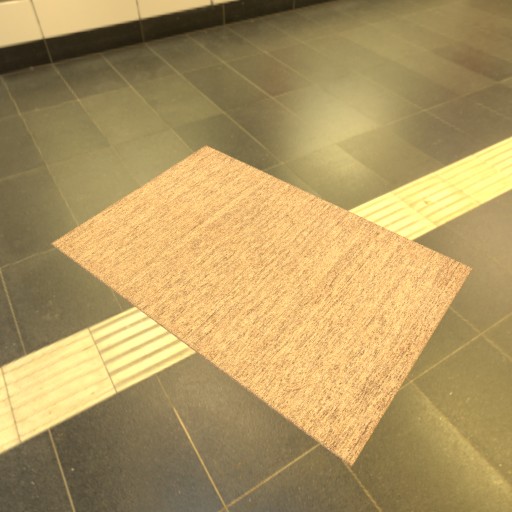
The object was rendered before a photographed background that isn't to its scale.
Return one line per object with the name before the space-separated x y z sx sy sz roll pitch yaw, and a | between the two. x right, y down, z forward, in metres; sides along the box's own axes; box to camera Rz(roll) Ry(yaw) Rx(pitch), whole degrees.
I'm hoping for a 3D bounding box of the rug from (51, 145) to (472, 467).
rug | 0.000 0.000 2.319 1.840 0.013 1.225 30 53 25
